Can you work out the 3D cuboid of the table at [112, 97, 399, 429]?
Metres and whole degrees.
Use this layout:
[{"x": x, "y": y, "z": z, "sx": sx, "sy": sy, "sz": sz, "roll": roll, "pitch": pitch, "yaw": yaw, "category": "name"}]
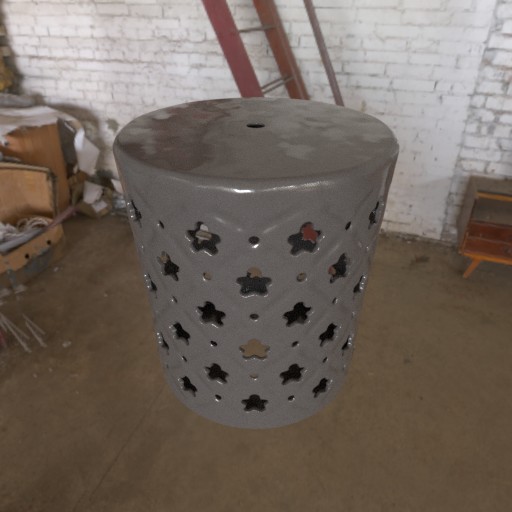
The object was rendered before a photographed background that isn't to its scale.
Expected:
[{"x": 0.000, "y": 0.000, "z": 0.658, "sx": 0.352, "sy": 0.387, "sz": 0.352, "roll": 0, "pitch": 32, "yaw": 0, "category": "table"}]
